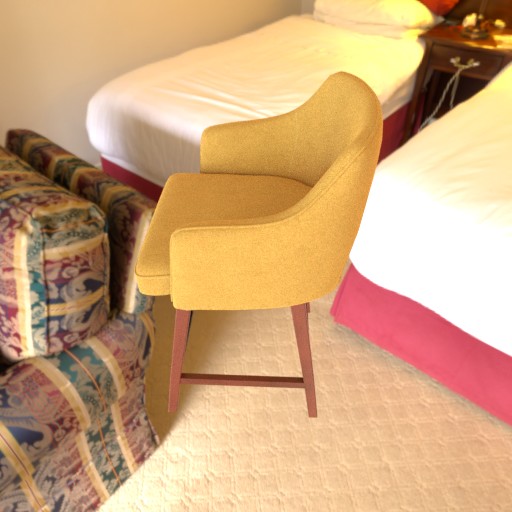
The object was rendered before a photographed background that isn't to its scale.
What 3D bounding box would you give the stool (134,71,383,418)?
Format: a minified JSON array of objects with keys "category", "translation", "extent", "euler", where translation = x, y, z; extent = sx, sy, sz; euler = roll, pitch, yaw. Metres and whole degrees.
[{"category":"stool","translation":[0.000,0.000,1.267],"extent":[0.558,0.924,0.548],"euler":[2,41,2]}]
